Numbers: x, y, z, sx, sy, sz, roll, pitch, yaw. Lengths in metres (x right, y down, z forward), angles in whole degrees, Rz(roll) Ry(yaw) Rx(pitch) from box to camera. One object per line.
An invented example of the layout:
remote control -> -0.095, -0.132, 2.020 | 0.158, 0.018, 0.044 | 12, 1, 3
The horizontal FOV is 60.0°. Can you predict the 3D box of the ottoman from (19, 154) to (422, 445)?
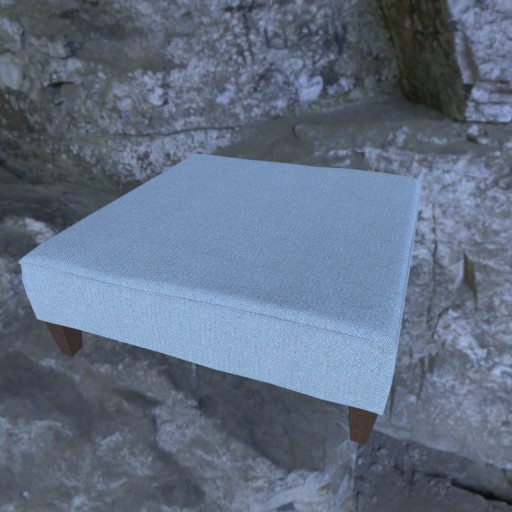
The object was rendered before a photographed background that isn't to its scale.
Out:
ottoman -> 0.000, 0.000, 1.484 | 0.968, 0.379, 1.004 | 11, 31, 18
